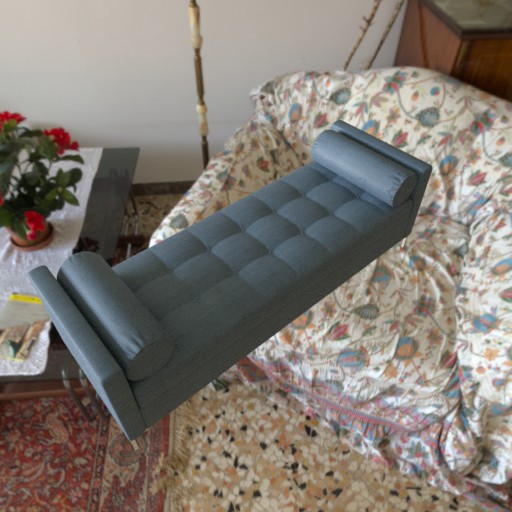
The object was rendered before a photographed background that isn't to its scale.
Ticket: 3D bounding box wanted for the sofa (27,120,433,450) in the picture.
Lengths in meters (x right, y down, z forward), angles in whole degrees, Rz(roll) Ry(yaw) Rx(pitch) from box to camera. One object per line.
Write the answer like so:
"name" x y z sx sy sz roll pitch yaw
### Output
"sofa" 0.000 0.000 2.350 1.981 0.635 0.686 -32 54 -27
